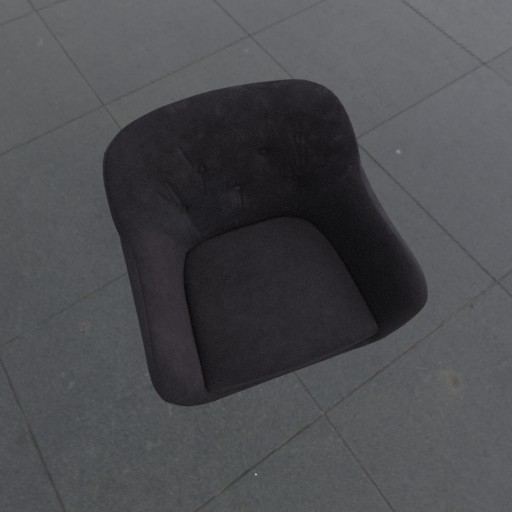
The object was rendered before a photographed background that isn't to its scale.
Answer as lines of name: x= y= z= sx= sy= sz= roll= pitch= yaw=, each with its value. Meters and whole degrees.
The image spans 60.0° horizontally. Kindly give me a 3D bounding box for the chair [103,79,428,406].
chair: x=0.000 y=0.000 z=1.547 sx=0.840 sy=0.807 sz=0.819 roll=-18 pitch=65 yaw=-8
